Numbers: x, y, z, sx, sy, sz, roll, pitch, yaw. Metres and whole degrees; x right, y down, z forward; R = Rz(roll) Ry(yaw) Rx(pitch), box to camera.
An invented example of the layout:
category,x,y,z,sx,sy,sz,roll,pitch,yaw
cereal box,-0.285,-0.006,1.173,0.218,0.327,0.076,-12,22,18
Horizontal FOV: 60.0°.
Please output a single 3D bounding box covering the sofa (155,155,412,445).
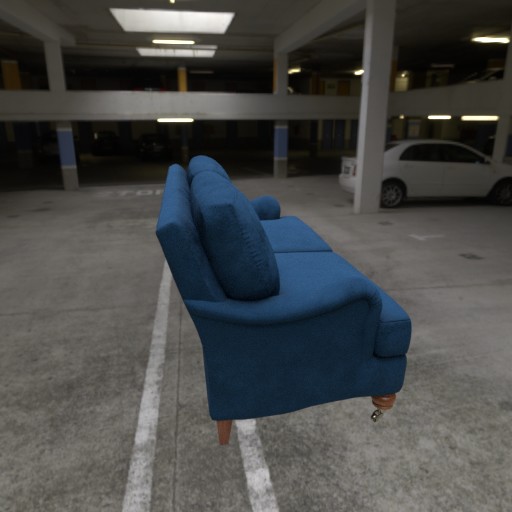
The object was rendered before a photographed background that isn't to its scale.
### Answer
category,x,y,z,sx,sy,sz,roll,pitch,yaw
sofa,0.000,0.000,2.801,1.084,1.101,2.141,-3,18,-9
